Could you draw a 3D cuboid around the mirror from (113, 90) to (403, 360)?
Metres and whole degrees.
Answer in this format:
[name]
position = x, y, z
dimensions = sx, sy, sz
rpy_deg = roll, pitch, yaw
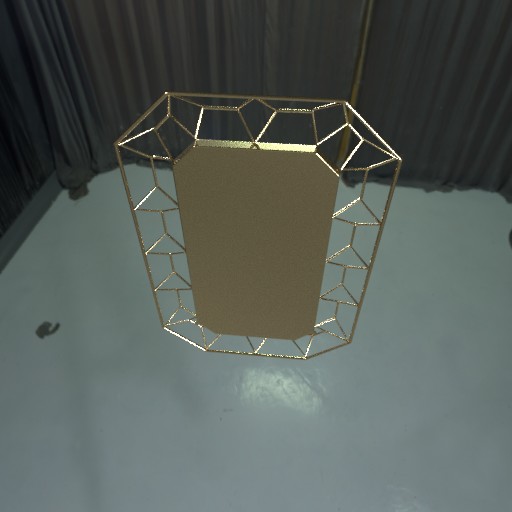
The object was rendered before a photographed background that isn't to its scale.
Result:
[mirror]
position = 0.000, 0.000, 1.115
dimensions = 0.572, 0.870, 0.051
rpy_deg = 4, 46, 4
